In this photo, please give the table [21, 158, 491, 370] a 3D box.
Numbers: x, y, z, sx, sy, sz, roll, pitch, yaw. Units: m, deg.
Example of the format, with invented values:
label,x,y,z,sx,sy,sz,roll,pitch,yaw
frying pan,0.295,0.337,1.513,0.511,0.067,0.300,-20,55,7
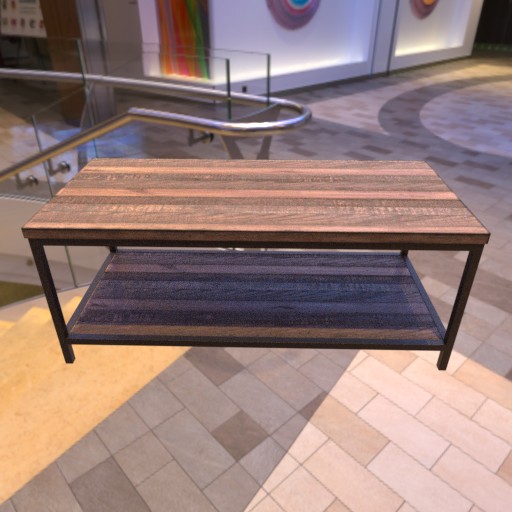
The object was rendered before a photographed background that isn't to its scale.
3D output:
label,x,y,z,sx,sy,sz,roll,pitch,yaw
table,0.000,0.000,1.229,0.990,0.399,0.452,1,31,1
